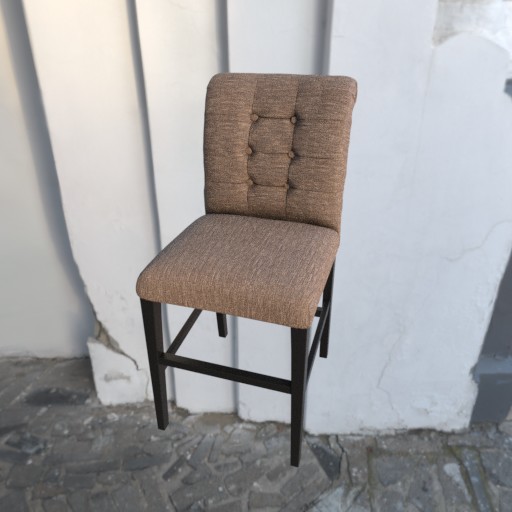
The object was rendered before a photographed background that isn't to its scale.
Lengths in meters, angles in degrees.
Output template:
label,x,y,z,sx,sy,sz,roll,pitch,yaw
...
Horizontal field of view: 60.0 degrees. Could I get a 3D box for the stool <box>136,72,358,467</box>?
label,x,y,z,sx,sy,sz,roll,pitch,yaw
stool,0.000,0.000,1.321,0.457,0.970,0.611,8,28,16
